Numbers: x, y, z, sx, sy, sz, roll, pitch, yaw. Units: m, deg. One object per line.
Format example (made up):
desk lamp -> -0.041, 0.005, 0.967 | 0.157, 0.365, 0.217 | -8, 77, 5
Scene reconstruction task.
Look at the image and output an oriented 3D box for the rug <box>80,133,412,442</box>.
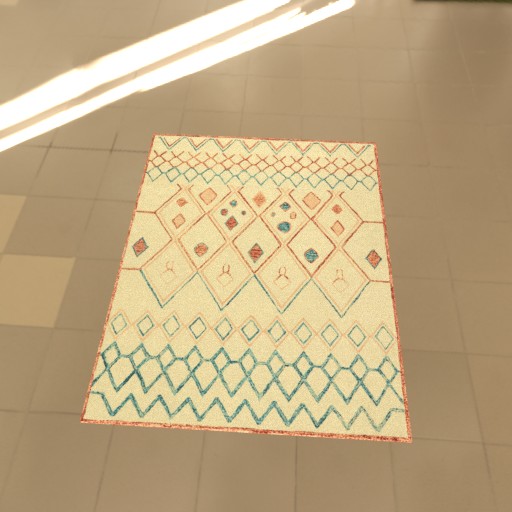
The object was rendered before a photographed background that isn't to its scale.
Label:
rug -> 0.000, 0.000, 4.051 | 2.441, 0.016, 3.050 | 3, 58, 2
